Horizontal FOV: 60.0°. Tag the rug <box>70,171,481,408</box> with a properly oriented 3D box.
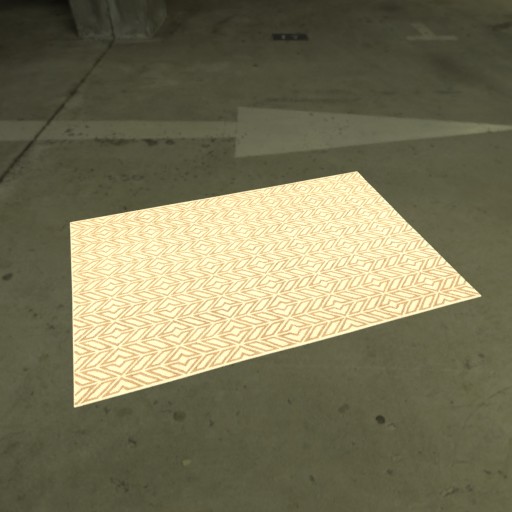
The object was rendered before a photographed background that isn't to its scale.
[{"bbox_3d":[0.000,0.000,2.303,1.828,0.007,1.220,-12,42,-14],"label":"rug"}]
